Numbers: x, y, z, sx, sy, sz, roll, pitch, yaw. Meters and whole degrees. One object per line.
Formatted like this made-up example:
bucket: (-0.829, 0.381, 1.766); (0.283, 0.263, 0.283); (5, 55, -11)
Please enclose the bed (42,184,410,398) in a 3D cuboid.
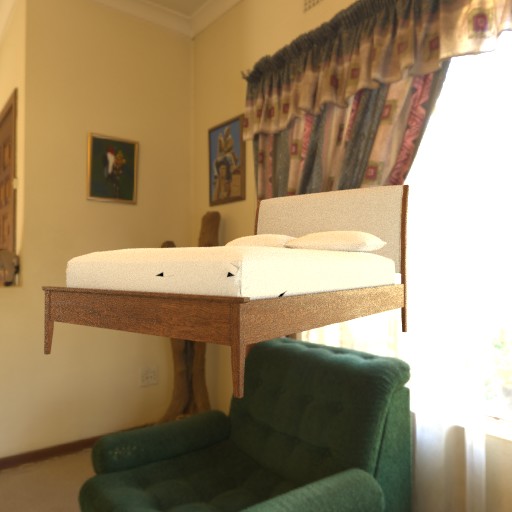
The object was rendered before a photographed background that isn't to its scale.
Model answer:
bed: (0.000, 0.000, 3.292); (1.612, 1.250, 2.380); (-1, -1, 36)
